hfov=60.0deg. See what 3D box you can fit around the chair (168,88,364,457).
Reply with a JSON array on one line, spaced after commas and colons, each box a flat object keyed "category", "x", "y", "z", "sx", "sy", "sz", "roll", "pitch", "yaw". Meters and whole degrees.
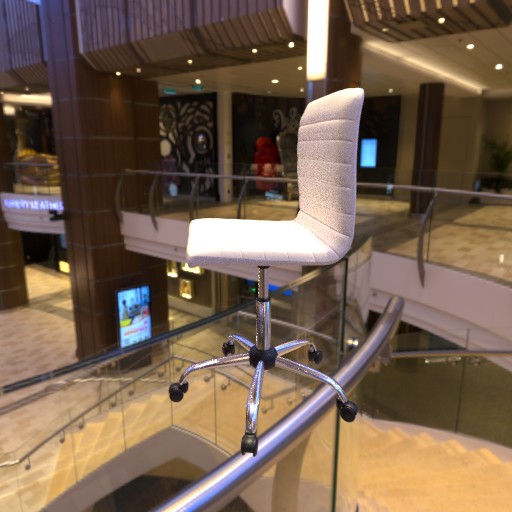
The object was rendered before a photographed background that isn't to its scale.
[{"category": "chair", "x": 0.000, "y": 0.000, "z": 1.087, "sx": 0.455, "sy": 0.750, "sz": 0.520, "roll": -2, "pitch": 14, "yaw": -8}]
